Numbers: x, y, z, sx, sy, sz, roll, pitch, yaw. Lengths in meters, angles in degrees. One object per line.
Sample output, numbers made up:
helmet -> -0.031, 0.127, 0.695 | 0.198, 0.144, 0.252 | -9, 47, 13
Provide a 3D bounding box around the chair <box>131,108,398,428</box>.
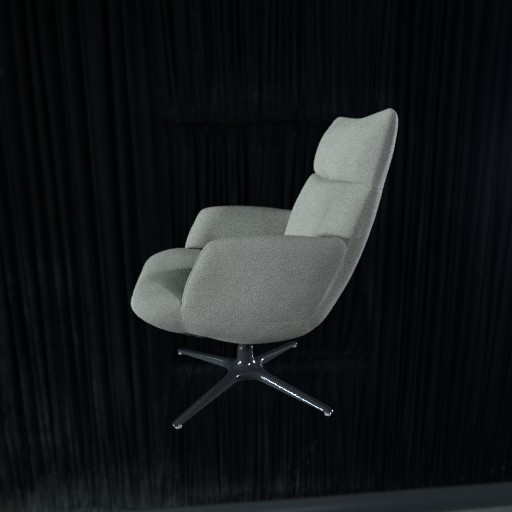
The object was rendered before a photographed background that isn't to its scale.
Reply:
chair -> 0.000, 0.000, 1.645 | 0.889, 1.016, 0.711 | -2, 15, -8
